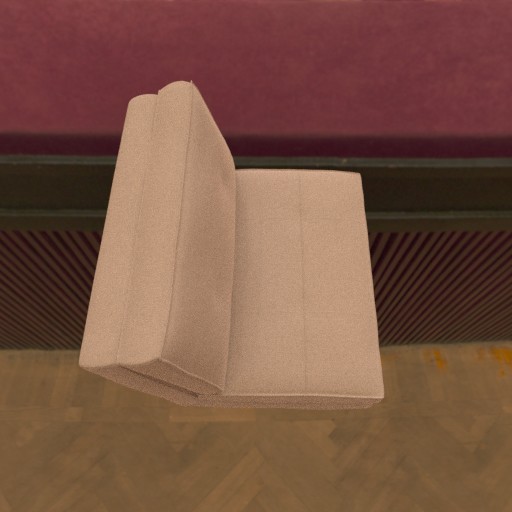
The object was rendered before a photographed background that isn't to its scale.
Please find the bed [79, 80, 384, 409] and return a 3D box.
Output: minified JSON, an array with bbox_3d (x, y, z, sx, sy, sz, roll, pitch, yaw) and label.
[{"bbox_3d":[0.000,0.000,1.313,0.749,0.614,0.799,1,64,0],"label":"bed"}]
